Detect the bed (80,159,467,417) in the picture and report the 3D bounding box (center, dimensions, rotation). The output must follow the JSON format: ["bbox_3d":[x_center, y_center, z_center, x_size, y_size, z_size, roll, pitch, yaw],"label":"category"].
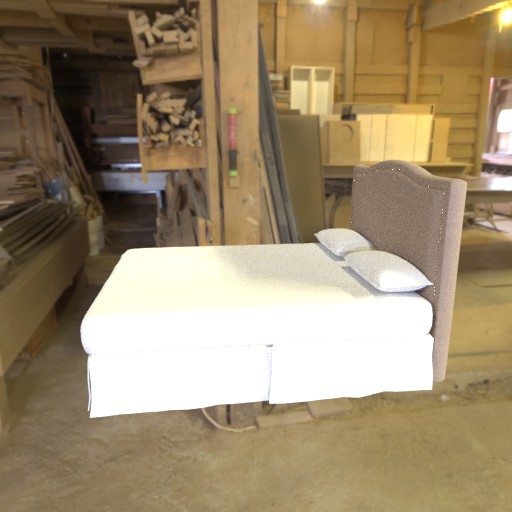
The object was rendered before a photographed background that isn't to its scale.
[{"bbox_3d":[0.000,0.000,3.416,2.282,1.436,1.821,-2,15,-7],"label":"bed"}]
